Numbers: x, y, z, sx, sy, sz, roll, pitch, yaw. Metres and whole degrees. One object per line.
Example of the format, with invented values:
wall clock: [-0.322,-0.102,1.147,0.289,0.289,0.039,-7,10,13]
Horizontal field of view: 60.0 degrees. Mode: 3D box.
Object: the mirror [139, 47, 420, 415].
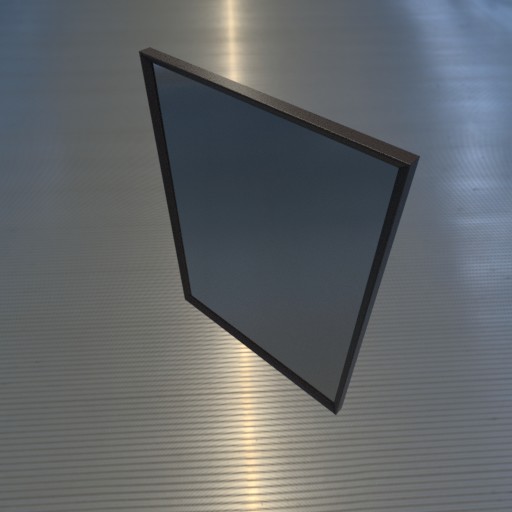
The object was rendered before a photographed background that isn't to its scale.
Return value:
mirror: [0.000,0.000,1.333,0.762,1.016,0.041,32,54,27]
